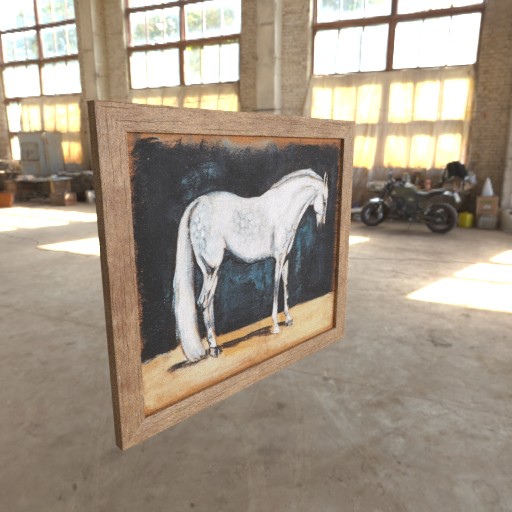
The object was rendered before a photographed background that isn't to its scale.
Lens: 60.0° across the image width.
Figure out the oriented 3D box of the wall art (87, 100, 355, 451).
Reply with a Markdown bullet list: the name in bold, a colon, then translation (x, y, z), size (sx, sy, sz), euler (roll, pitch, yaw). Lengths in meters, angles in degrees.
- **wall art**: translation (0.000, 0.000, 0.959), size (0.026, 0.588, 0.690), euler (13, 19, 43)
